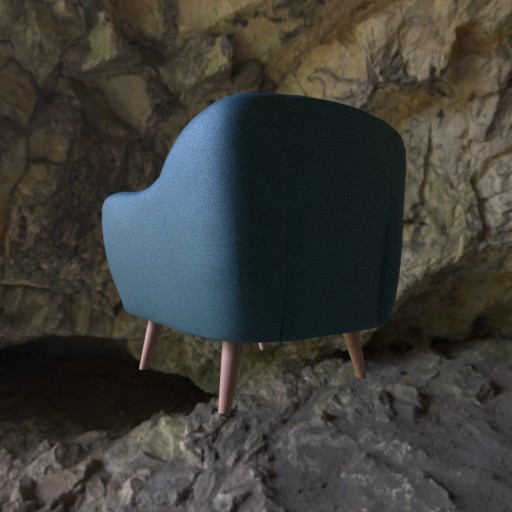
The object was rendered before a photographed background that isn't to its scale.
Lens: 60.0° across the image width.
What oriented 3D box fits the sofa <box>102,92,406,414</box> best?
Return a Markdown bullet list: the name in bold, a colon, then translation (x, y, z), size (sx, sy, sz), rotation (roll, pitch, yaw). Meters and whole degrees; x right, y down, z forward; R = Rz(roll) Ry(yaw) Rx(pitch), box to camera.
- **sofa**: translation (0.000, 0.000, 1.508), size (0.836, 0.817, 0.825), rotation (0, 1, -36)
